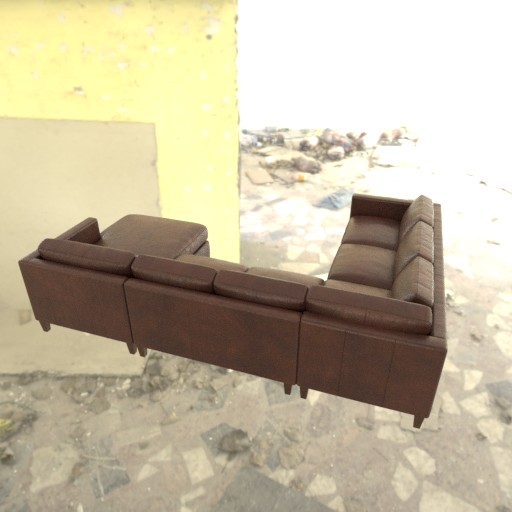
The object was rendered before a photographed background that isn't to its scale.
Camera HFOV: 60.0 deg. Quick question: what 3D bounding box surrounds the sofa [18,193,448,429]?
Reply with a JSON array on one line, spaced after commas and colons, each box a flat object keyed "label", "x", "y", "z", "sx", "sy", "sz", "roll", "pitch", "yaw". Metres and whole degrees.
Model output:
[{"label": "sofa", "x": 0.000, "y": 0.000, "z": 4.318, "sx": 3.324, "sy": 0.891, "sz": 2.452, "roll": 10, "pitch": 31, "yaw": 17}]
